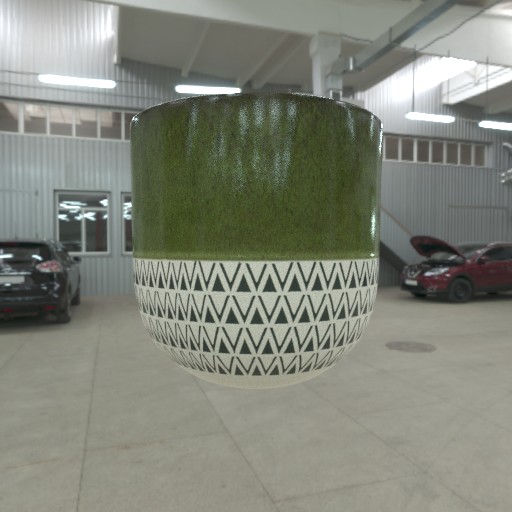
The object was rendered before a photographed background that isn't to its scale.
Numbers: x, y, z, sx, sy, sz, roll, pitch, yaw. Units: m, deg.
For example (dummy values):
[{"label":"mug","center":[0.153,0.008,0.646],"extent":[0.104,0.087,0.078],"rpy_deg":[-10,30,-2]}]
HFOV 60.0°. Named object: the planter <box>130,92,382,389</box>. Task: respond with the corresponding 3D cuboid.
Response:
[{"label":"planter","center":[0.000,0.000,0.489],"extent":[0.266,0.270,0.266],"rpy_deg":[0,2,0]}]
